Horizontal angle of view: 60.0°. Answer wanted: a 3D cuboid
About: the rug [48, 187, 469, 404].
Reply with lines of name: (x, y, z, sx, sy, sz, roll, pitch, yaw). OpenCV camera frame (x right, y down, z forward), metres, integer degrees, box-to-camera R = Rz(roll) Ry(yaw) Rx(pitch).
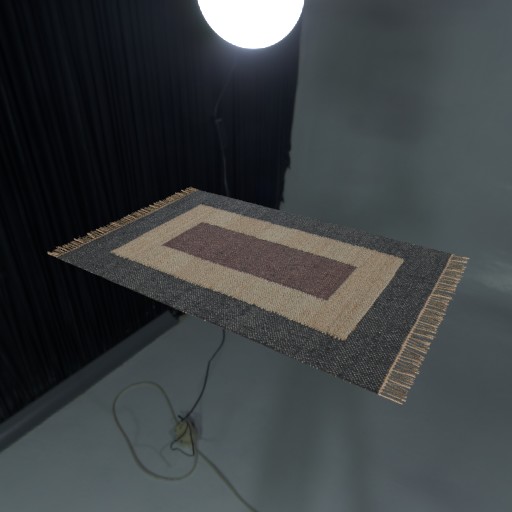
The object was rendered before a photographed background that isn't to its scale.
rug: (0.000, 0.000, 2.457, 2.021, 0.027, 1.224, 18, 34, 28)
